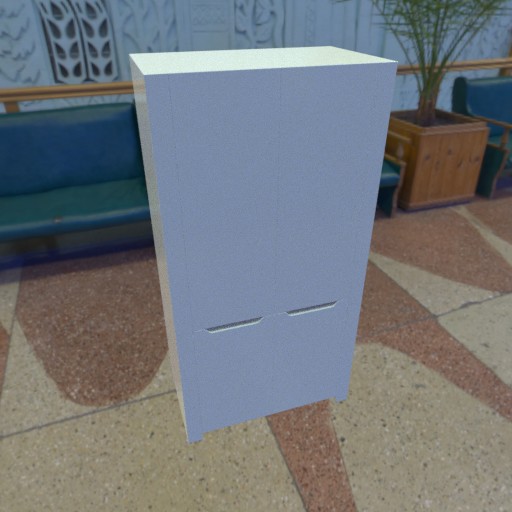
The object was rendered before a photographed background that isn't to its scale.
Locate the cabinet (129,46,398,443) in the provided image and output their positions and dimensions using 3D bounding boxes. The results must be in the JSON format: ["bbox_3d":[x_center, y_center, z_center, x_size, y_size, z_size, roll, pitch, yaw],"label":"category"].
[{"bbox_3d":[0.000,0.000,2.332,0.980,1.920,0.580,-10,32,-16],"label":"cabinet"}]
